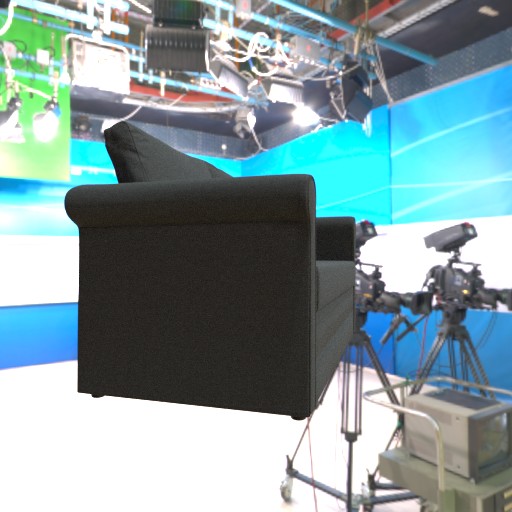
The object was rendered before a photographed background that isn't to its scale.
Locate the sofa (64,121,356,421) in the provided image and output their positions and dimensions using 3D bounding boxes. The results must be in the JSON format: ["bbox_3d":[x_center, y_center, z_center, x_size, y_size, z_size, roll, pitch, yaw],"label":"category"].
[{"bbox_3d":[0.000,0.000,1.900,0.741,0.872,1.460,0,0,17],"label":"sofa"}]
